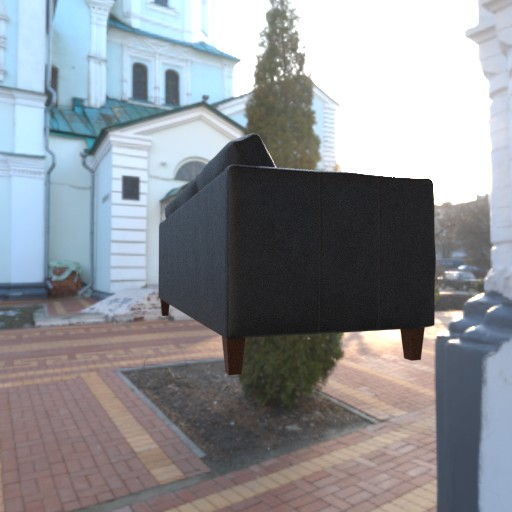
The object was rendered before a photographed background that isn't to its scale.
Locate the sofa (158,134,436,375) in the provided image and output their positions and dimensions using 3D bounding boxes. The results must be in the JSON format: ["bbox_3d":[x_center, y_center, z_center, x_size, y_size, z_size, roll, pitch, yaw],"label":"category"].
[{"bbox_3d":[0.000,0.000,3.010,1.045,1.006,2.464,0,-2,-19],"label":"sofa"}]
